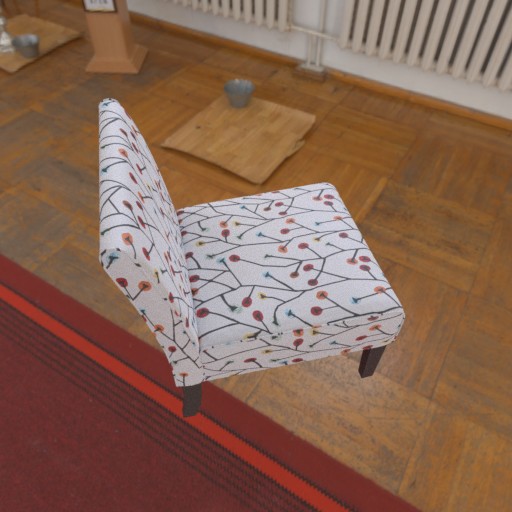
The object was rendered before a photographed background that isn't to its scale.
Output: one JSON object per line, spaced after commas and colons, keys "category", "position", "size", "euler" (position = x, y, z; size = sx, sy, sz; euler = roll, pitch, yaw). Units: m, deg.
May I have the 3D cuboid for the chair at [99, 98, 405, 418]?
{"category": "chair", "position": [0.000, 0.000, 1.341], "size": [0.732, 0.813, 0.597], "euler": [-10, 49, -9]}
